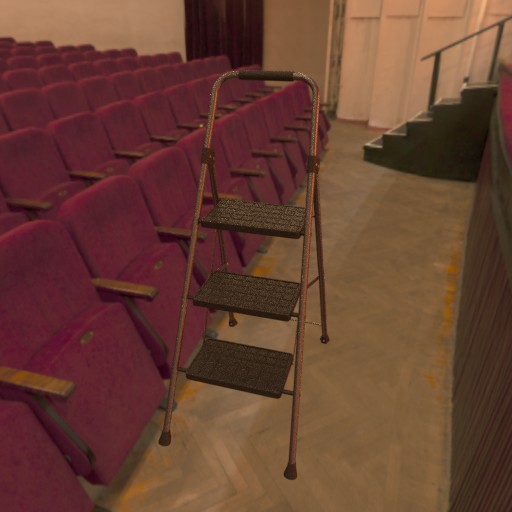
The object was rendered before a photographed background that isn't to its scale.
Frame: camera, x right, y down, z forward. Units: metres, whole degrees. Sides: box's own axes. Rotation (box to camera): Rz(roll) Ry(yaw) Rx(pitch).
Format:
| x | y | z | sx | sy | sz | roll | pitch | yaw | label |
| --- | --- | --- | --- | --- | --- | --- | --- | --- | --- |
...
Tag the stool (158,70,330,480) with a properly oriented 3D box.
| x | y | z | sx | sy | sz | roll | pitch | yaw | label |
| --- | --- | --- | --- | --- | --- | --- | --- | --- | --- |
| 0.000 | 0.000 | 1.469 | 0.473 | 1.121 | 0.733 | 8 | 28 | 15 | stool |
